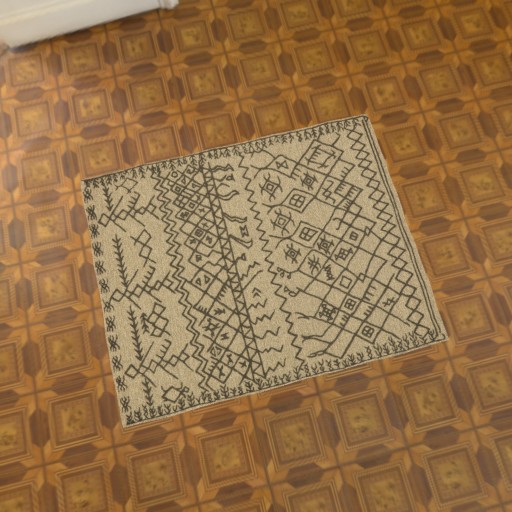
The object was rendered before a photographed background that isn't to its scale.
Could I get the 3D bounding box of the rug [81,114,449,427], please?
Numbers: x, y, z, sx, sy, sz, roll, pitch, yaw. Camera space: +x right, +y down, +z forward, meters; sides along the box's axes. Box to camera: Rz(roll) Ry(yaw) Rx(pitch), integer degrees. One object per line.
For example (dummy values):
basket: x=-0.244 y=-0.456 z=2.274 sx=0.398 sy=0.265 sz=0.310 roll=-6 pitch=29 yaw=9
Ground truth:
rug: x=0.000 y=0.000 z=3.425 sx=2.455 sy=0.025 sz=1.964 roll=-14 pitch=76 yaw=-4
